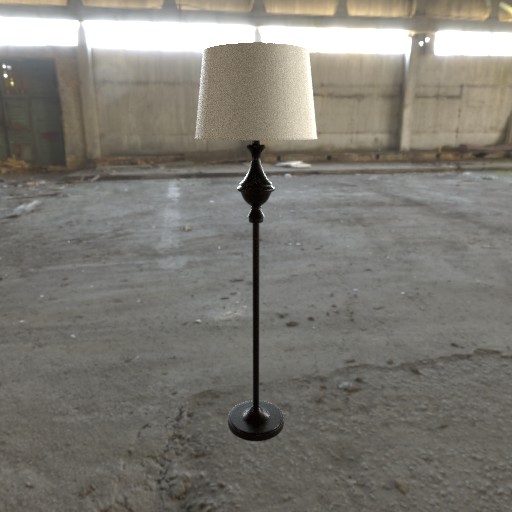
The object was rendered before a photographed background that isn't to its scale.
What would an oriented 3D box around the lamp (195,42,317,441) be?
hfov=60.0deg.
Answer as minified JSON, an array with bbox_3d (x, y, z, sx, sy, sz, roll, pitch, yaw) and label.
[{"bbox_3d":[0.000,0.000,1.689,0.431,1.484,0.431,0,16,0],"label":"lamp"}]
